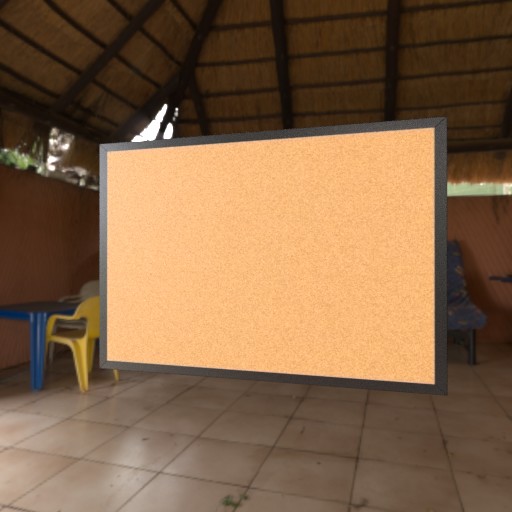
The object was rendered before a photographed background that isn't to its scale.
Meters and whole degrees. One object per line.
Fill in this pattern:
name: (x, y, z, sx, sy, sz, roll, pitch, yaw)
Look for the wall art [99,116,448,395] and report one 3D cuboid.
wall art: (0.000, 0.000, 0.826, 0.657, 0.458, 0.027, 0, 0, 16)
